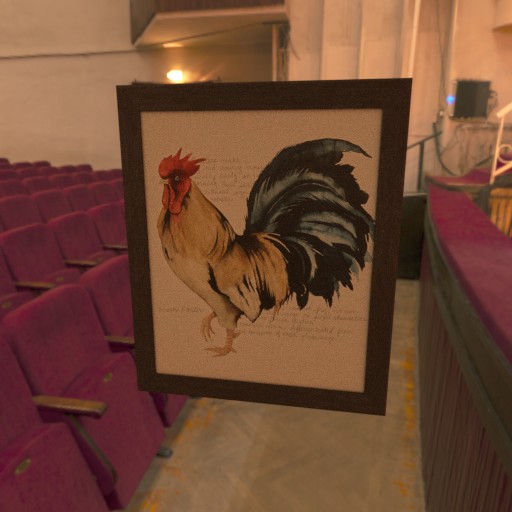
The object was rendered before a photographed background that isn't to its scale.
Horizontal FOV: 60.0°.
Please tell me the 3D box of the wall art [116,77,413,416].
[{"bbox_3d":[0.000,0.000,0.775,0.476,0.570,0.013,3,14,10],"label":"wall art"}]
